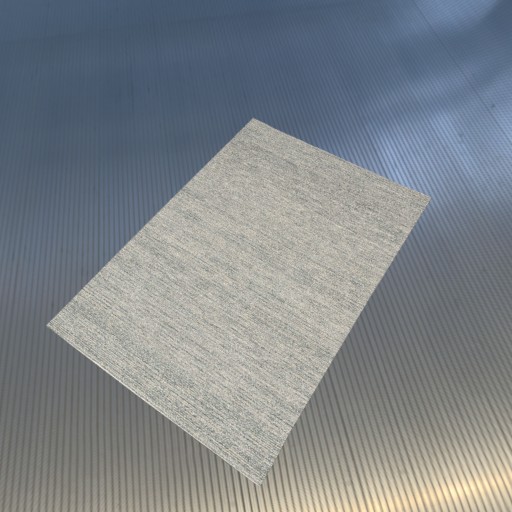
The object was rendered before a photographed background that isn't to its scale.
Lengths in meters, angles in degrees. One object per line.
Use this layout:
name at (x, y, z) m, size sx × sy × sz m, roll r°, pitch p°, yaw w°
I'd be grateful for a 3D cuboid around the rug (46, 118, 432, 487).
rug at (0.000, 0.000, 3.050) m, size 1.616 × 0.030 × 2.338 m, roll 30°, pitch 62°, yaw 17°
